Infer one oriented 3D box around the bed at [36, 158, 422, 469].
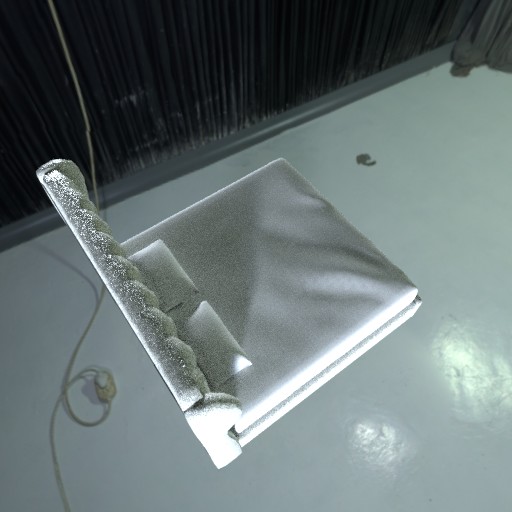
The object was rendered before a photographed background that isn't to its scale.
[{"bbox_3d":[0.000,0.000,3.768,2.347,1.771,2.219,-32,63,-18],"label":"bed"}]
